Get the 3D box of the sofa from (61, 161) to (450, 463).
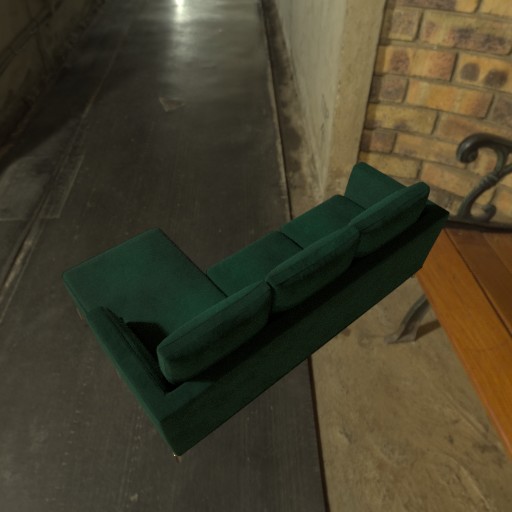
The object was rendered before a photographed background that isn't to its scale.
[{"bbox_3d":[0.000,0.000,3.232,2.441,1.007,1.489,-31,54,-26],"label":"sofa"}]
